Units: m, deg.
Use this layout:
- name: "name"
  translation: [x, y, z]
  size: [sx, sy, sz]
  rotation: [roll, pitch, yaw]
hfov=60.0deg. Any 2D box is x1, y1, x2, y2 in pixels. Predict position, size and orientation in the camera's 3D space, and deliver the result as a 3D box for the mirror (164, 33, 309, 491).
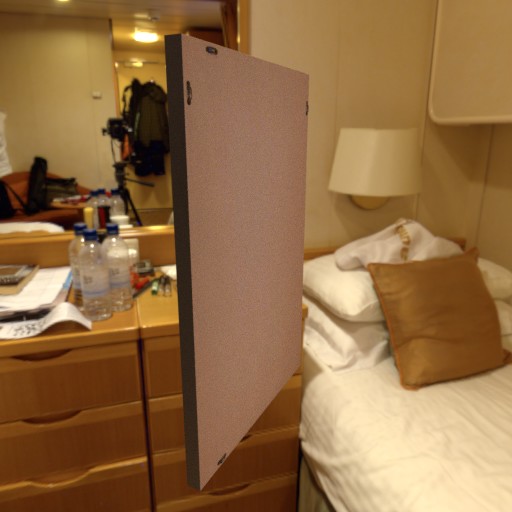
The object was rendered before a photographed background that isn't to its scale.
- name: "mirror"
  translation: [0.000, 0.000, 1.118]
  size: [0.040, 0.915, 0.609]
  rotation: [8, 17, 25]
